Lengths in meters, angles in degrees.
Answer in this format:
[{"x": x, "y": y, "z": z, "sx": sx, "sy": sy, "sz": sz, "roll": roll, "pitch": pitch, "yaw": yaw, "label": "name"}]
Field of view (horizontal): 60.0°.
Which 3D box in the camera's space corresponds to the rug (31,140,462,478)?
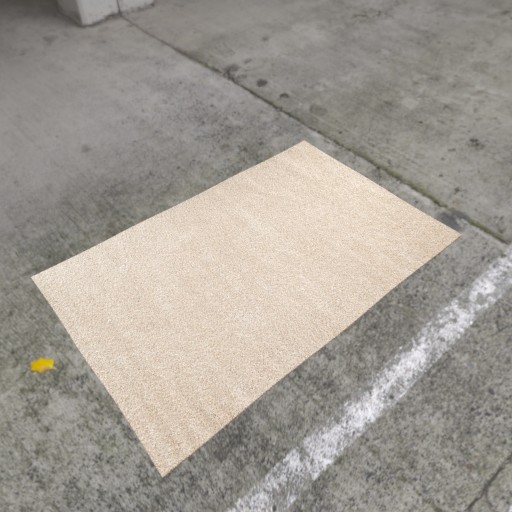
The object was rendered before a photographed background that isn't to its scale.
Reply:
[{"x": 0.000, "y": 0.000, "z": 2.849, "sx": 2.346, "sy": 0.025, "sz": 1.500, "roll": -32, "pitch": 54, "yaw": -26, "label": "rug"}]
